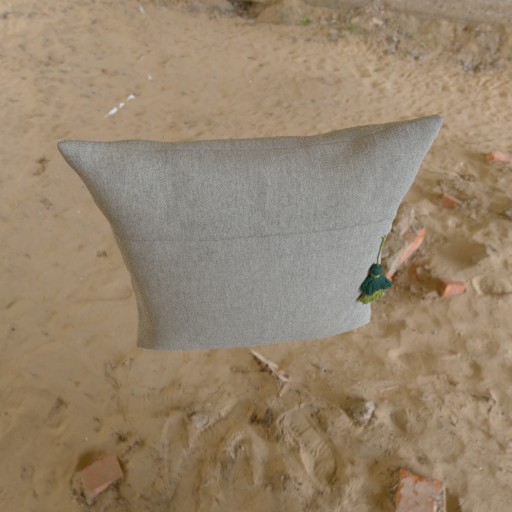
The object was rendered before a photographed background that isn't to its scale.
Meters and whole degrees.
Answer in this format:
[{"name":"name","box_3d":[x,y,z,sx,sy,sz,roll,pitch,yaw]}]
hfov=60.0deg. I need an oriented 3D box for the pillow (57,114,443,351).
[{"name":"pillow","box_3d":[0.000,0.000,0.658,0.433,0.436,0.173,-5,47,-5]}]
